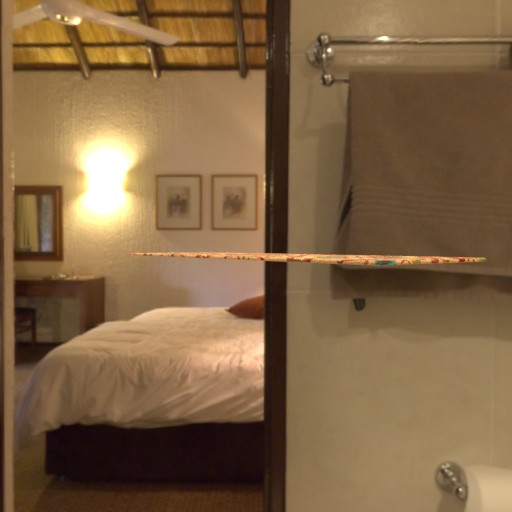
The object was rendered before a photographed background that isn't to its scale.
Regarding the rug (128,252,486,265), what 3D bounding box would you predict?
[{"bbox_3d":[0.000,0.000,2.509,0.693,0.016,2.273,-1,1,-36],"label":"rug"}]
